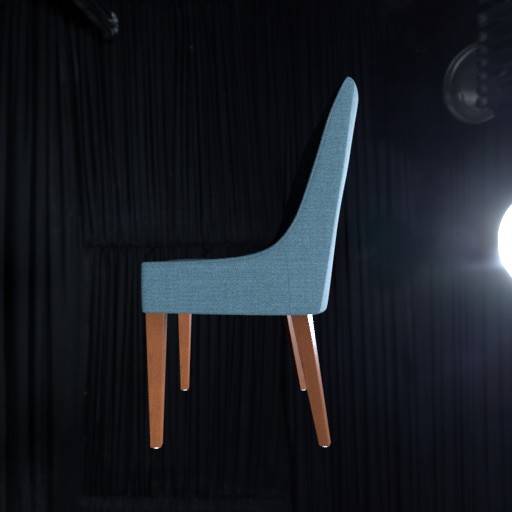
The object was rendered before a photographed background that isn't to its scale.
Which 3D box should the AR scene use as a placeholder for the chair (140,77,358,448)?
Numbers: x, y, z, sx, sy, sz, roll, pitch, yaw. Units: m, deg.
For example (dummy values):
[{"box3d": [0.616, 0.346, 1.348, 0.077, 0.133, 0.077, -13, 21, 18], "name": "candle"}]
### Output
[{"box3d": [0.000, 0.000, 1.222, 0.544, 0.861, 0.529, 0, 0, -1], "name": "chair"}]
